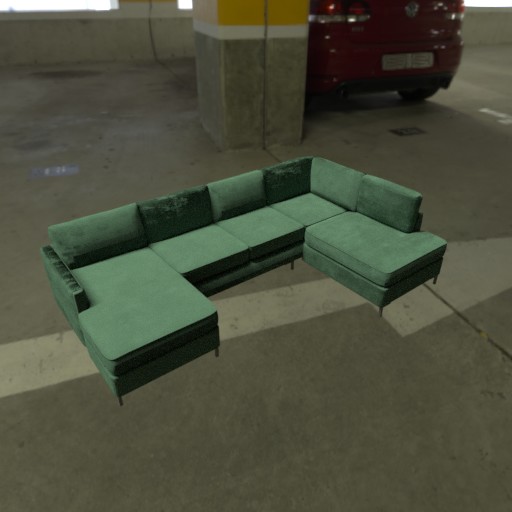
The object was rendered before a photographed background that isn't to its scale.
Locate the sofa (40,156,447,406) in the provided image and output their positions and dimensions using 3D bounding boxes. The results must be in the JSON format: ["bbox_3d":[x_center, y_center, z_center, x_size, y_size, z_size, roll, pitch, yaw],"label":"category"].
[{"bbox_3d":[0.000,0.000,4.339,3.434,0.992,2.055,-22,37,-32],"label":"sofa"}]
